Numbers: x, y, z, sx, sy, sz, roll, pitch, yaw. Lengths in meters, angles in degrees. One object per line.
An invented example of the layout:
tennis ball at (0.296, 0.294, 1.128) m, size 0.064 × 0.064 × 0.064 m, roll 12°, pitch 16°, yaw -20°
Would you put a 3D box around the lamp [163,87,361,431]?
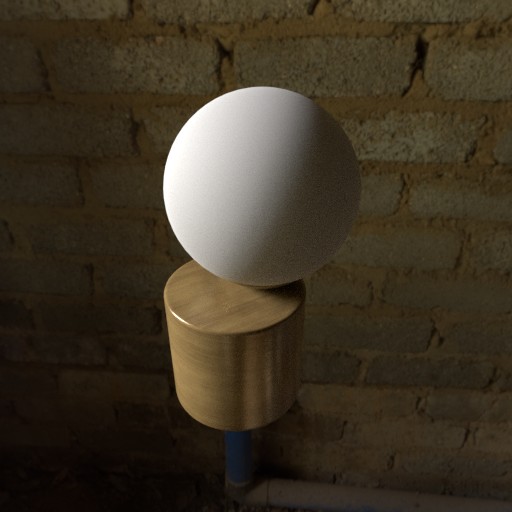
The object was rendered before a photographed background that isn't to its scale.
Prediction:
lamp at (0.000, 0.000, 0.350) m, size 0.152 × 0.250 × 0.141 m, roll -19°, pitch 36°, yaw -29°
